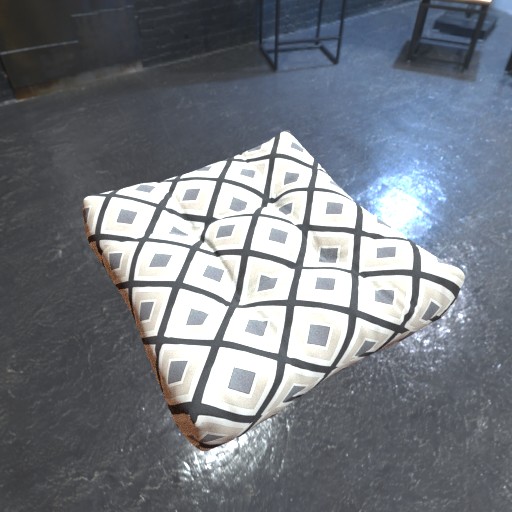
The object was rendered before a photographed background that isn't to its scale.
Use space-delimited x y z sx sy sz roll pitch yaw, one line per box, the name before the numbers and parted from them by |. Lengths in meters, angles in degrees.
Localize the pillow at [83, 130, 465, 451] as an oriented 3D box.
pillow | 0.000 0.000 0.750 0.468 0.128 0.490 -23 50 -21
